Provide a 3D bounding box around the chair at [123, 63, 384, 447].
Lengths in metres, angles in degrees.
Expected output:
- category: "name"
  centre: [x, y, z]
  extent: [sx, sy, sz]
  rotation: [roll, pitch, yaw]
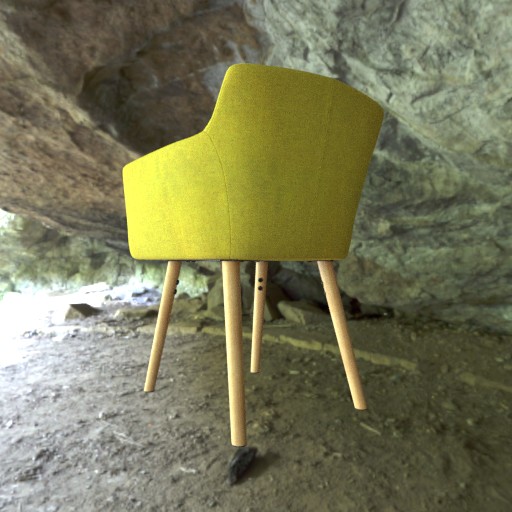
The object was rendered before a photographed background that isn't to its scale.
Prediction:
- category: "chair"
  centre: [0.000, 0.000, 1.183]
  extent: [0.570, 0.780, 0.570]
  rotation: [1, -1, -36]
